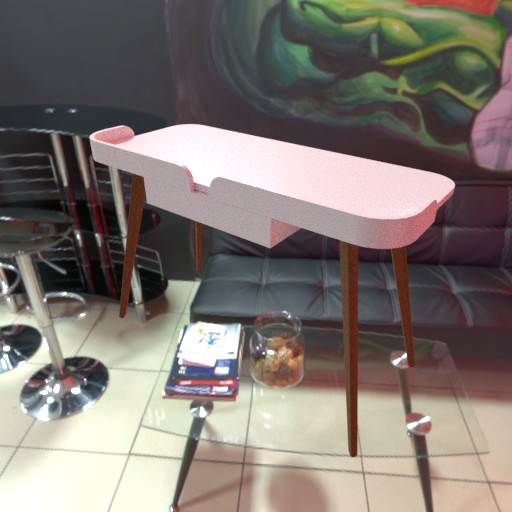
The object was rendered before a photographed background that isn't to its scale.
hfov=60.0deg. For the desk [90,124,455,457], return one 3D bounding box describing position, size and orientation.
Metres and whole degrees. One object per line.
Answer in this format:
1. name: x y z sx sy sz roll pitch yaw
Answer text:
1. desk: 0.000 0.000 1.647 1.206 0.807 0.534 21 36 32
